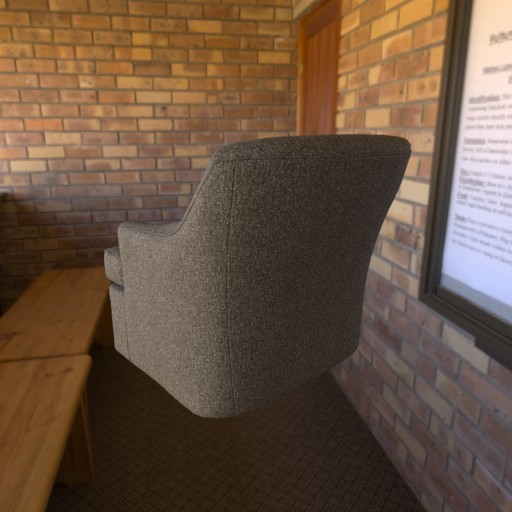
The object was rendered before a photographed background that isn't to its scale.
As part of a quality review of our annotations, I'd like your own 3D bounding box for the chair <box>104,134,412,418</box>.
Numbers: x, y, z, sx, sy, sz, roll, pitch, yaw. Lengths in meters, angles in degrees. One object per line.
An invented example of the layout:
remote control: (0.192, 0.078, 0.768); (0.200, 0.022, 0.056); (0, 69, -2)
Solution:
chair: (0.000, 0.000, 1.615); (0.864, 0.856, 0.923); (-14, 20, -41)
